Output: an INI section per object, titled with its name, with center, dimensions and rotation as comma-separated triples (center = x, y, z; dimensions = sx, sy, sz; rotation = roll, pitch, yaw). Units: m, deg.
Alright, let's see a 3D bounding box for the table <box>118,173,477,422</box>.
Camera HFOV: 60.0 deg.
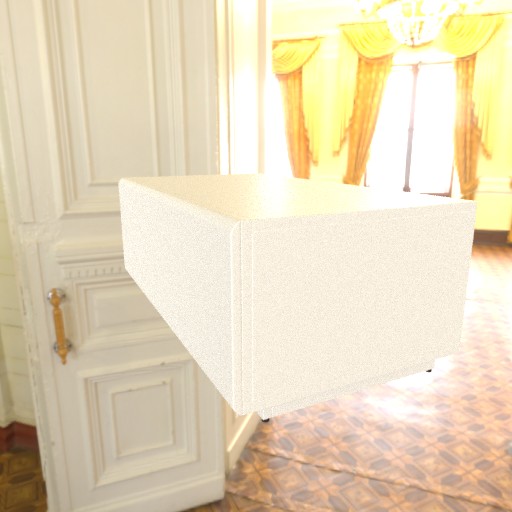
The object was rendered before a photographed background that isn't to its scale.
[table]
center = 0.000, 0.000, 1.417
dimensions = 0.639, 0.442, 1.097
rotation = -7, 16, -25
